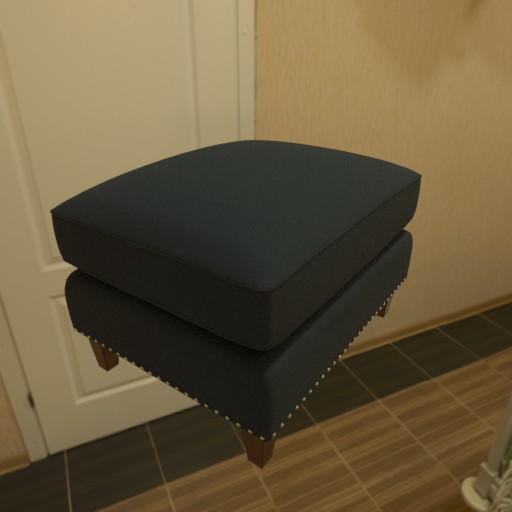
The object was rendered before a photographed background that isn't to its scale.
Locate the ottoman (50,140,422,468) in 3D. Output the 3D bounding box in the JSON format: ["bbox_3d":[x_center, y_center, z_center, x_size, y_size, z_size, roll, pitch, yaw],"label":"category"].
[{"bbox_3d":[0.000,0.000,1.132,0.584,0.513,0.741,18,32,31],"label":"ottoman"}]
